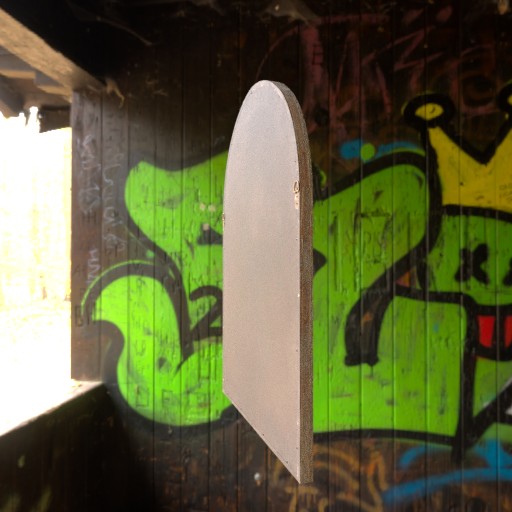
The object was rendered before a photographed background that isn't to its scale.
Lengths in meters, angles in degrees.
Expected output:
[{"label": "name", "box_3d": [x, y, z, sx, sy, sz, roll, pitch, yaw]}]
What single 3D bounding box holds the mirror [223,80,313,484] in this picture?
[{"label": "mirror", "box_3d": [0.000, 0.000, 1.211, 0.032, 0.920, 0.660, 0, -1, -18]}]
